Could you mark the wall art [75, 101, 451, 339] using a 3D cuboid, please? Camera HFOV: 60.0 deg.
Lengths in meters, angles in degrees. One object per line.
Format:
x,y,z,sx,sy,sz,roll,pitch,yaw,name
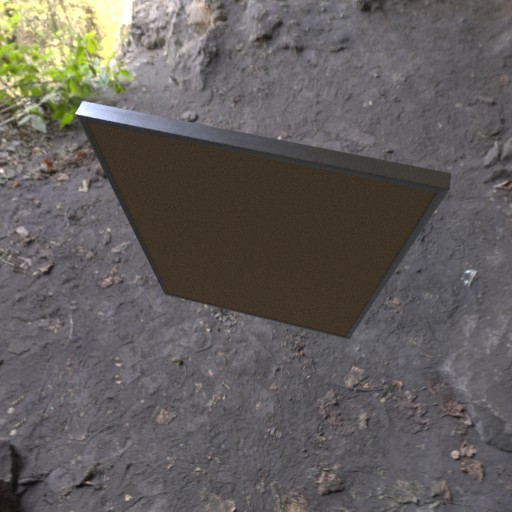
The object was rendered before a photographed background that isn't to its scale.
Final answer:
0.000,0.000,1.405,0.803,1.062,0.041,13,64,6,wall art
